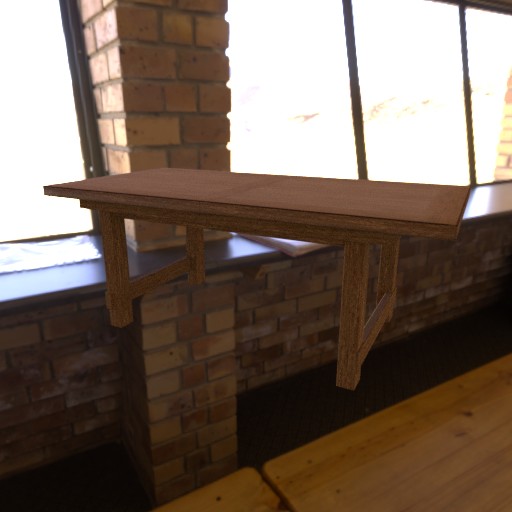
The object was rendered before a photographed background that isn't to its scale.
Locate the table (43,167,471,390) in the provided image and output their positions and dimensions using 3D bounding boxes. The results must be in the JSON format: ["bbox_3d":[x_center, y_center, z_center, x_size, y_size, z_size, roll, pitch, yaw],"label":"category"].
[{"bbox_3d":[0.000,0.000,2.404,1.982,0.762,1.000,9,19,26],"label":"table"}]
